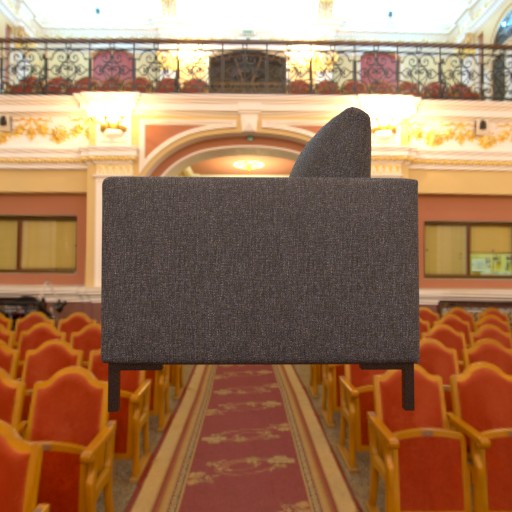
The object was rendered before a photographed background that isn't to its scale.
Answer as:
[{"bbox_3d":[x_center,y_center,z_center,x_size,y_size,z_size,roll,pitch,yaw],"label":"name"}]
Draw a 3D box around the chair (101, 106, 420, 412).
[{"bbox_3d":[0.000,0.000,1.632,0.866,0.861,0.963,0,-2,-1],"label":"chair"}]
